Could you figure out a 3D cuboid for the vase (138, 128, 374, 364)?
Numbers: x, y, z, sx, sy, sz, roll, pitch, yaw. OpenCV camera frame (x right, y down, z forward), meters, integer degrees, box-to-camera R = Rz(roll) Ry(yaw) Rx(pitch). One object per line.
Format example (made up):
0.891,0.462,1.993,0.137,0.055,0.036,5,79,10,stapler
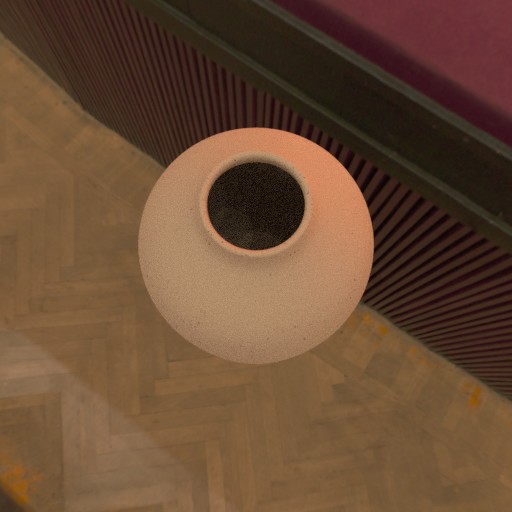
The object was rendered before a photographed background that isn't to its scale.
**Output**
0.000,0.000,0.359,0.169,0.240,0.169,0,76,0,vase
